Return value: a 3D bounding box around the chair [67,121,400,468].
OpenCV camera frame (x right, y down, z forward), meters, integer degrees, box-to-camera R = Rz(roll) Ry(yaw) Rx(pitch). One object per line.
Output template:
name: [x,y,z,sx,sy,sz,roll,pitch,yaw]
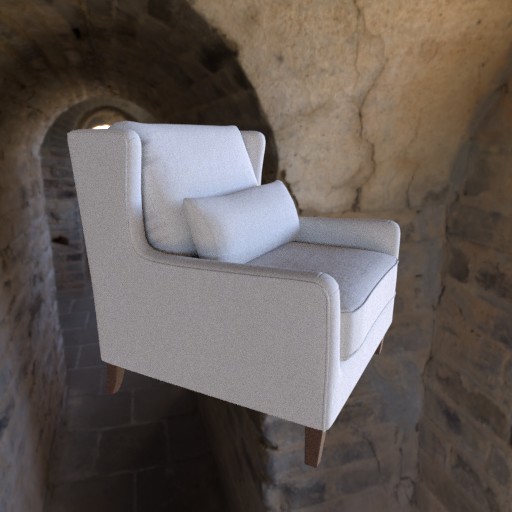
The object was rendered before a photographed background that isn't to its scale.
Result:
chair: [0.000,0.000,1.829,1.040,1.056,0.982,8,17,27]
